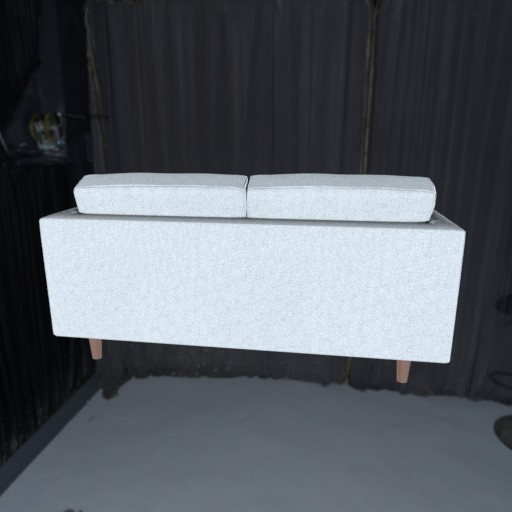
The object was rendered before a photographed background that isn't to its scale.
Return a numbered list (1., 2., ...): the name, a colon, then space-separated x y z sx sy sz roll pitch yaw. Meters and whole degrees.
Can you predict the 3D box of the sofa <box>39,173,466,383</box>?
1. sofa: 0.000 0.000 2.310 1.731 0.900 1.000 2 15 8
